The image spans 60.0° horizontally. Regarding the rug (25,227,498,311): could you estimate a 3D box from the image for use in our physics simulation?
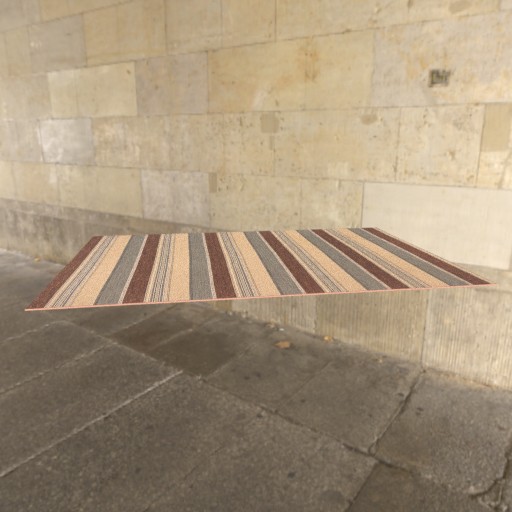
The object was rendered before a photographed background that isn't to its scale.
[{"bbox_3d":[0.000,0.000,2.268,1.829,0.008,1.219,-2,15,-9],"label":"rug"}]
